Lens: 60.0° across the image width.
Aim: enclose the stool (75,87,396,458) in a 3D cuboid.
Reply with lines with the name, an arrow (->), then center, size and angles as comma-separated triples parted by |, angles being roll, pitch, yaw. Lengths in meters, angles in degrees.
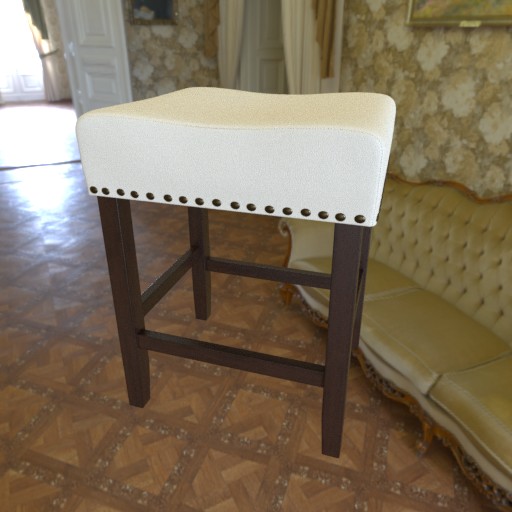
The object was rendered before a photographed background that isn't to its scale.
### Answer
stool -> 0.000, 0.000, 0.909 | 0.471, 0.609, 0.401 | 8, 27, 16
